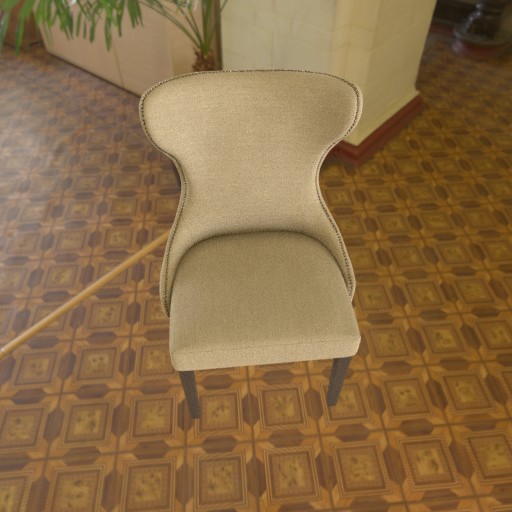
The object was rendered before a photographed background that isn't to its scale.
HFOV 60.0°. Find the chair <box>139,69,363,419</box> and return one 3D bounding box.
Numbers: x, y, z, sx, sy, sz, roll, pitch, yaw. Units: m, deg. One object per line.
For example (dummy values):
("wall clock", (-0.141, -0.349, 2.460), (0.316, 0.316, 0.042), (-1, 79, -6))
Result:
("chair", (0.000, 0.000, 1.418), (0.628, 0.967, 0.635), (-4, 47, -4))
